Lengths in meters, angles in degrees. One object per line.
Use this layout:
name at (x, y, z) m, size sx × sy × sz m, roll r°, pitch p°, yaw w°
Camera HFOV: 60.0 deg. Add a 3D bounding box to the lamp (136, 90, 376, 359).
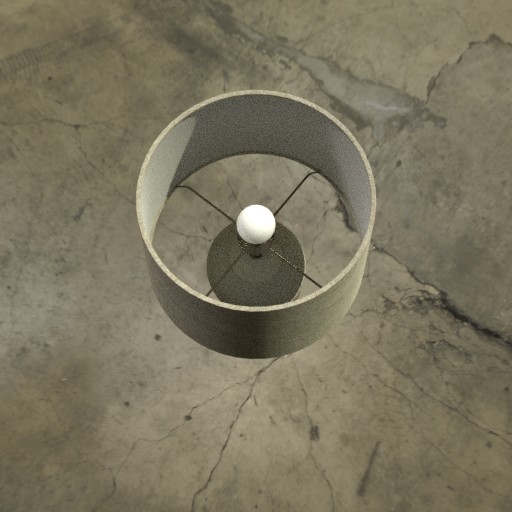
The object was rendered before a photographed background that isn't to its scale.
lamp at (0.000, 0.000, 0.845) m, size 0.390 × 0.580 × 0.390 m, roll 0°, pitch 74°, yaw 0°
